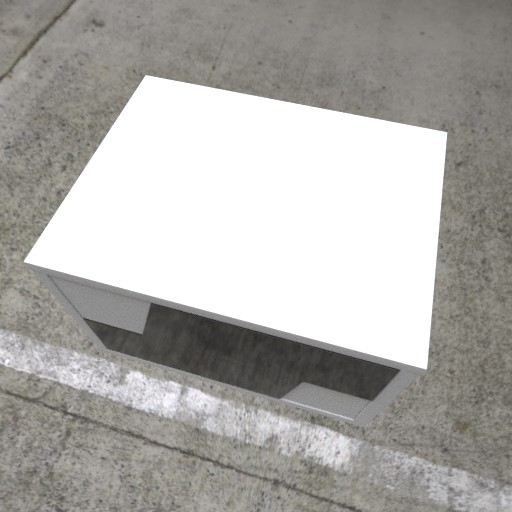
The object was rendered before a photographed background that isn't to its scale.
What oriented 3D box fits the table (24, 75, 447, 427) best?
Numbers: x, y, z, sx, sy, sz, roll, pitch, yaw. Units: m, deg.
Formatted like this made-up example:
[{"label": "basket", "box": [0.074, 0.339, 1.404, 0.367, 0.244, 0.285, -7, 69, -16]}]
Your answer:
[{"label": "table", "box": [0.000, 0.000, 0.791, 0.517, 0.357, 0.399, 14, 59, 8]}]
